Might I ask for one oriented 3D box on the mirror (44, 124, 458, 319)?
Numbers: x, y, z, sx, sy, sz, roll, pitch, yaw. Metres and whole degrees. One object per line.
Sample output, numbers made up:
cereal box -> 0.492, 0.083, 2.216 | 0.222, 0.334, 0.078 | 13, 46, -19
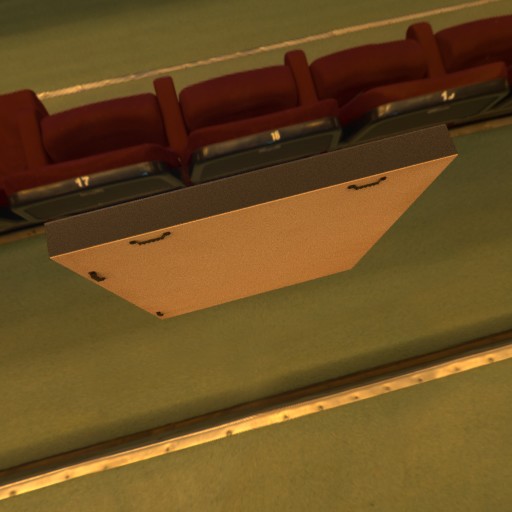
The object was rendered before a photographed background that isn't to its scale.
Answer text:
mirror -> 0.000, 0.000, 0.673 | 0.405, 0.508, 0.041 | -15, 76, -4
